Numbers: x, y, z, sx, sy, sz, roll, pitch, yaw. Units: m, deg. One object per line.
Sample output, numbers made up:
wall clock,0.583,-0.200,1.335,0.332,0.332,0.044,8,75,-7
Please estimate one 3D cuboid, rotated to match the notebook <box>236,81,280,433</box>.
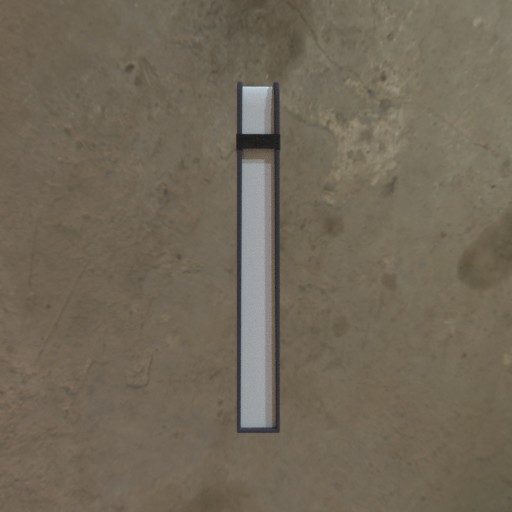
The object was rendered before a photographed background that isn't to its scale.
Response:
notebook,0.000,0.000,0.262,0.016,0.213,0.127,0,89,0
